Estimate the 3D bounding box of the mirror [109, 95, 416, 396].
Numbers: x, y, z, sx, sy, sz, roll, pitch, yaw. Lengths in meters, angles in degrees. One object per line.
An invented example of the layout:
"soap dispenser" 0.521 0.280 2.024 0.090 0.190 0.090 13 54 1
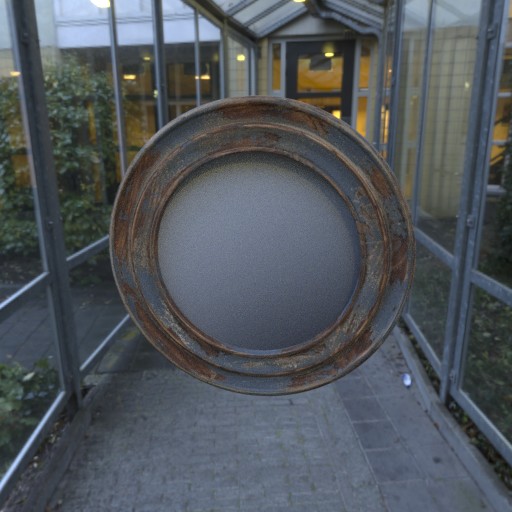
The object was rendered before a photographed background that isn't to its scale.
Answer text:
"mirror" 0.000 0.000 0.858 0.585 0.585 0.061 3 16 9
